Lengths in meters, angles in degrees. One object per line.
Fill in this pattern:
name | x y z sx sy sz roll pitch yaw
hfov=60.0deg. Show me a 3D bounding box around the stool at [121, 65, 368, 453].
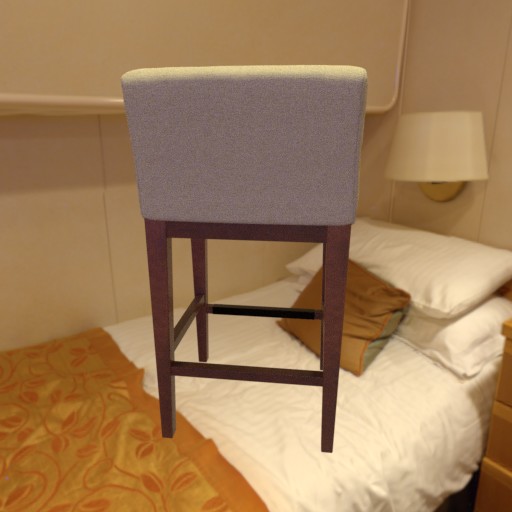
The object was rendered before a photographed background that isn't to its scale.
stool | 0.000 0.000 1.233 0.511 0.937 0.500 2 17 7
